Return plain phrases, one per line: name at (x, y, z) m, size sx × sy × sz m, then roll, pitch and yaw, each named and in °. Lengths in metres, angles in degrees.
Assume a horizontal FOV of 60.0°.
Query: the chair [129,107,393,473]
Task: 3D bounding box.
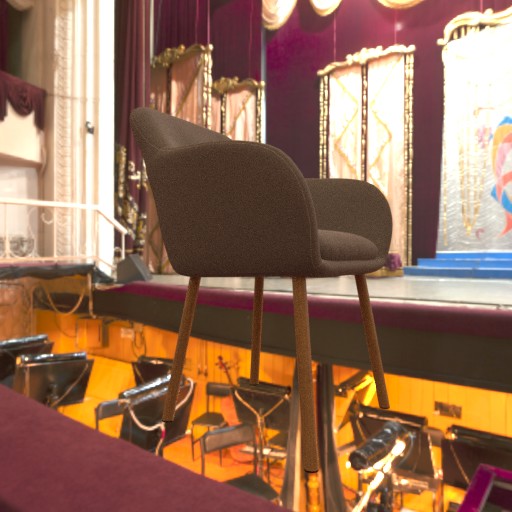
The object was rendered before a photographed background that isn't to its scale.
chair at (0.000, 0.000, 1.196) m, size 0.590 × 0.830 × 0.570 m, roll 0°, pitch 0°, yaw 35°
